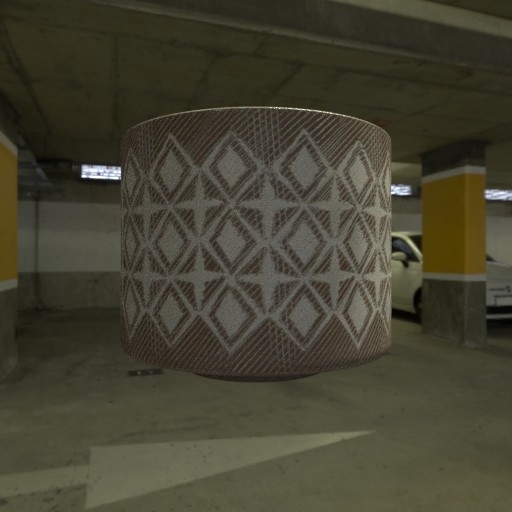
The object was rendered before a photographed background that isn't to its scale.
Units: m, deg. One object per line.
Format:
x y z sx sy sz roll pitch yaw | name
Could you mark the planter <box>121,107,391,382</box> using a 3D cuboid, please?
0.000 0.000 0.217 0.126 0.104 0.126 0 0 0 | planter
